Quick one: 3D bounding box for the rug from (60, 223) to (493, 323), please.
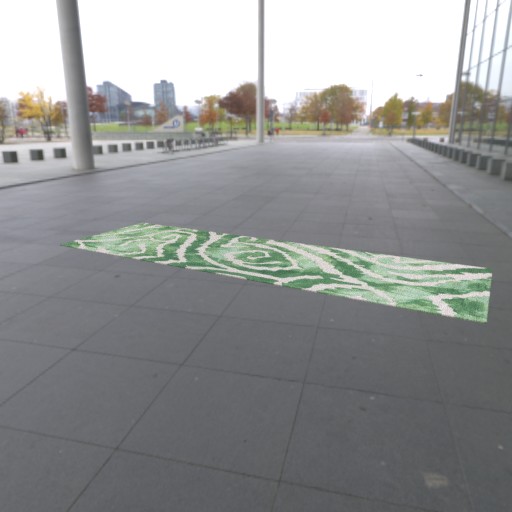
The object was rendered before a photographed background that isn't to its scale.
[{"bbox_3d":[0.000,0.000,2.586,2.438,0.006,0.761,9,18,27],"label":"rug"}]
